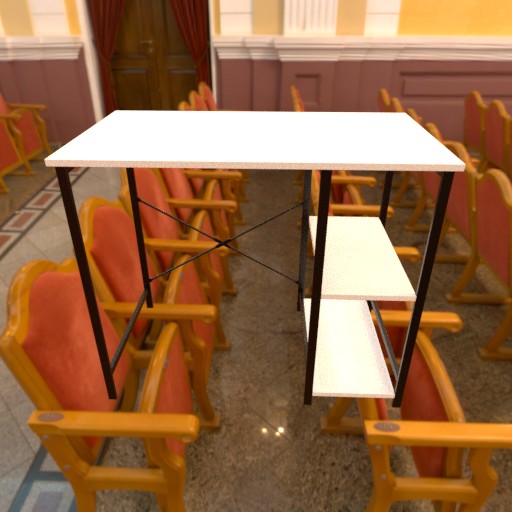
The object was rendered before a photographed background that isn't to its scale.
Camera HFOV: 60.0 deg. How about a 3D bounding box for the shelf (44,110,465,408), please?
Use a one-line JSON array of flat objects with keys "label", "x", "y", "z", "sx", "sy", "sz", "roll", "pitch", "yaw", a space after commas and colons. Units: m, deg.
[{"label": "shelf", "x": 0.000, "y": 0.000, "z": 1.350, "sx": 0.902, "sy": 0.750, "sz": 0.498, "roll": 1, "pitch": 30, "yaw": 2}]
